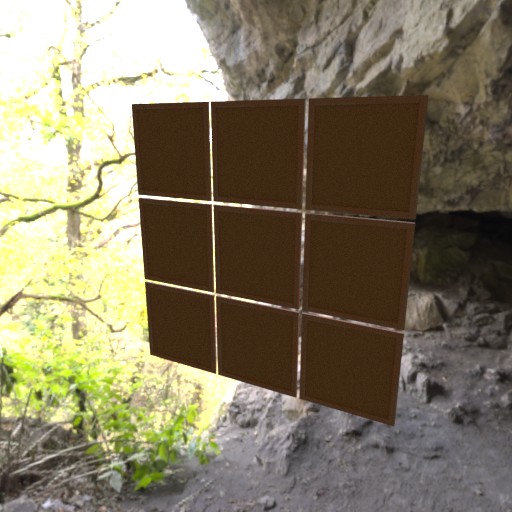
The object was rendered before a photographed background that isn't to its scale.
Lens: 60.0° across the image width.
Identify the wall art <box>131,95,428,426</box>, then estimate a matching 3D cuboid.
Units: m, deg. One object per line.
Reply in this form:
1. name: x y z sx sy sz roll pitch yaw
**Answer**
1. wall art: 0.000 0.000 2.285 1.521 1.519 0.013 8 18 26
